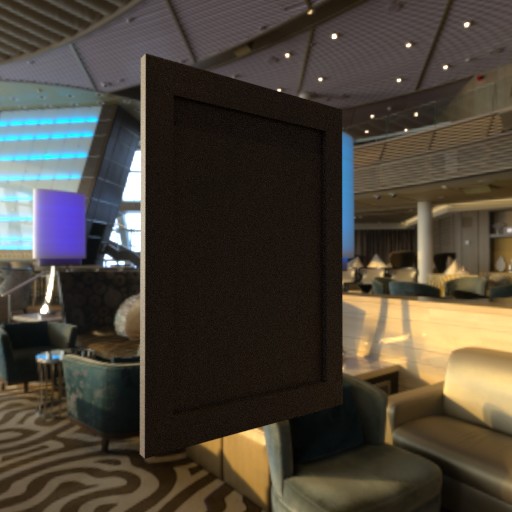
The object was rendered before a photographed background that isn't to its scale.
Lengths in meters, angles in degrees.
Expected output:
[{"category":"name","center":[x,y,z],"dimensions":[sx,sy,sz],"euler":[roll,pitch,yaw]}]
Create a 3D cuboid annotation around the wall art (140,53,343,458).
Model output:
[{"category":"wall art","center":[0.000,0.000,0.673],"dimensions":[0.359,0.513,0.017],"euler":[0,-1,-36]}]
